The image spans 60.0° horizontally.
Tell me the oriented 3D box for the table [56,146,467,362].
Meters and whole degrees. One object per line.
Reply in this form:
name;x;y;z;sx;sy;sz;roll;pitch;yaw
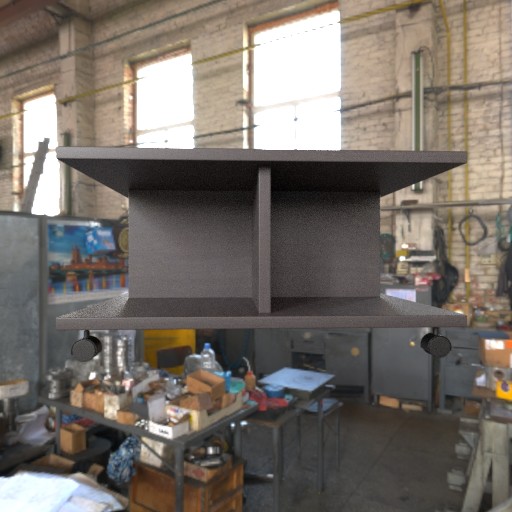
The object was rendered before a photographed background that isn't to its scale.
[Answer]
table;0.000;0.000;1.198;0.762;0.396;0.762;0;0;-3
